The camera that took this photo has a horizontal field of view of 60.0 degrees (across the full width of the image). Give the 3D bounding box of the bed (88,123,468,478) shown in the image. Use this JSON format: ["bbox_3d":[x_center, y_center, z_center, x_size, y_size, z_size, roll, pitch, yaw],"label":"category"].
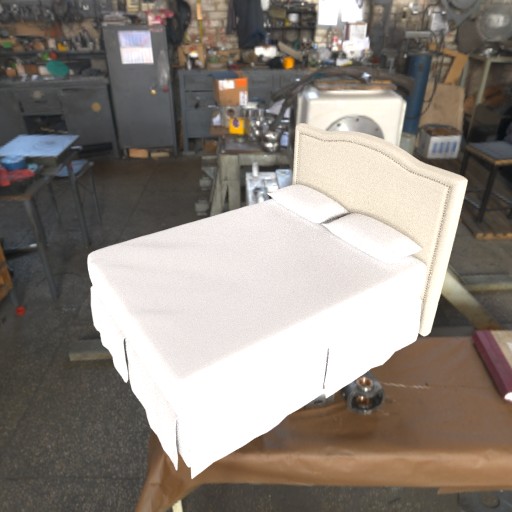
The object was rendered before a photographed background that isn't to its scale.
[{"bbox_3d":[0.000,0.000,3.265,2.196,1.449,1.741,-20,36,-29],"label":"bed"}]
